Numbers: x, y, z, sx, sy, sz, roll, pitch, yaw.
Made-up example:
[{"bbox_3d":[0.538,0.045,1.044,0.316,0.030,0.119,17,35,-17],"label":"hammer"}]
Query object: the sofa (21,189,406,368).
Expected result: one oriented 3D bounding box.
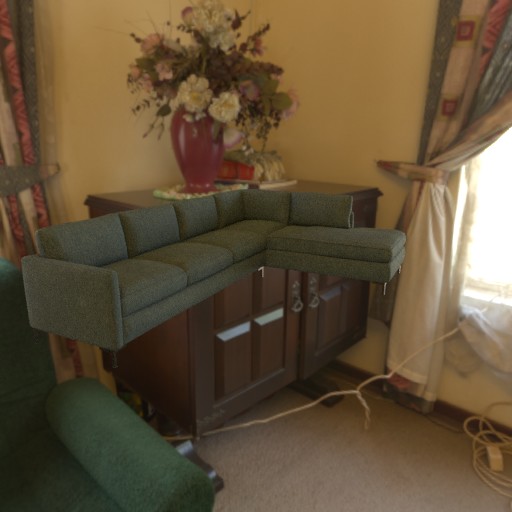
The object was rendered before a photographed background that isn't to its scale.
[{"bbox_3d":[0.000,0.000,3.755,2.007,0.815,2.949,8,17,26],"label":"sofa"}]
